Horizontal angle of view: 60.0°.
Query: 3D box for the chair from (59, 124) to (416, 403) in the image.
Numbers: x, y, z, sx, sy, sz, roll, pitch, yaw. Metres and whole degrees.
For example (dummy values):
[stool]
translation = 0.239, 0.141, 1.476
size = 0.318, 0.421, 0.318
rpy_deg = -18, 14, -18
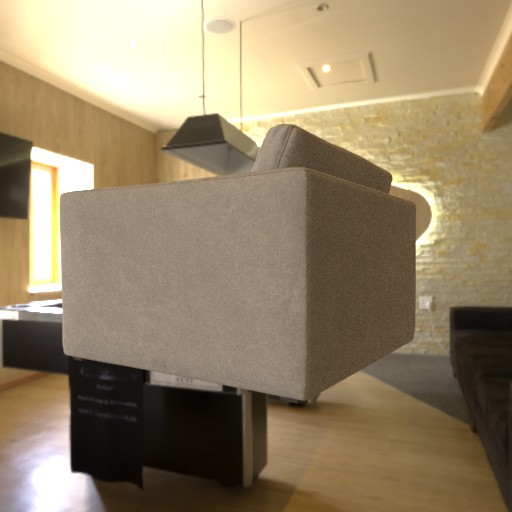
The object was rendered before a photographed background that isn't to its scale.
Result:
[chair]
translation = 0.000, 0.000, 1.906
size = 1.091, 0.845, 1.190
rpy_deg = 0, 1, 35
